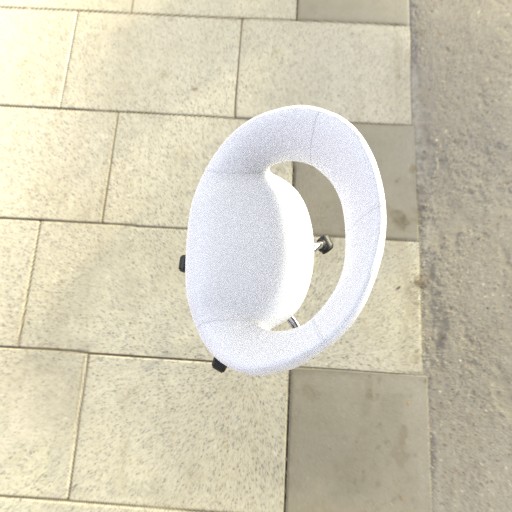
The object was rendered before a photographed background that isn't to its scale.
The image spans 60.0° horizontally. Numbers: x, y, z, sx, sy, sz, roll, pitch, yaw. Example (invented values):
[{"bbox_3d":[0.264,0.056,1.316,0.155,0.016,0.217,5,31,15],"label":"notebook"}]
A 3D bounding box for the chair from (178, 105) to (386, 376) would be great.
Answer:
[{"bbox_3d":[0.000,0.000,1.161,0.538,0.791,0.612,1,76,0],"label":"chair"}]
